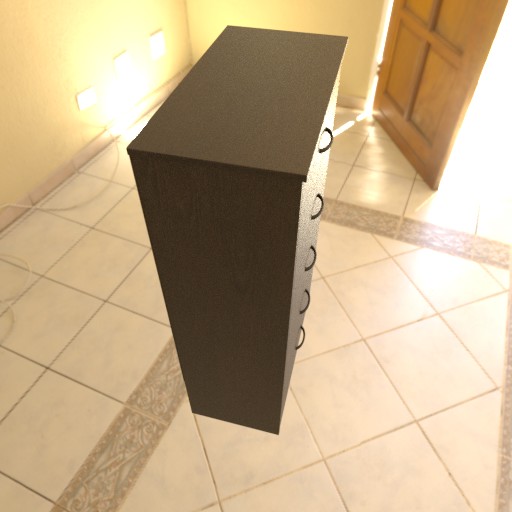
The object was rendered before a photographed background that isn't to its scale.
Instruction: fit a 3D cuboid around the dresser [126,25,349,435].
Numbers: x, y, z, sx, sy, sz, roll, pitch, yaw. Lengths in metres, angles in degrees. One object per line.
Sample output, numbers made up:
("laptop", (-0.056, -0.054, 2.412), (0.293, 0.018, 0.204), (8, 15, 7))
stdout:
("dresser", (0.000, 0.000, 1.554), (0.418, 1.254, 0.704), (11, 47, 10))
